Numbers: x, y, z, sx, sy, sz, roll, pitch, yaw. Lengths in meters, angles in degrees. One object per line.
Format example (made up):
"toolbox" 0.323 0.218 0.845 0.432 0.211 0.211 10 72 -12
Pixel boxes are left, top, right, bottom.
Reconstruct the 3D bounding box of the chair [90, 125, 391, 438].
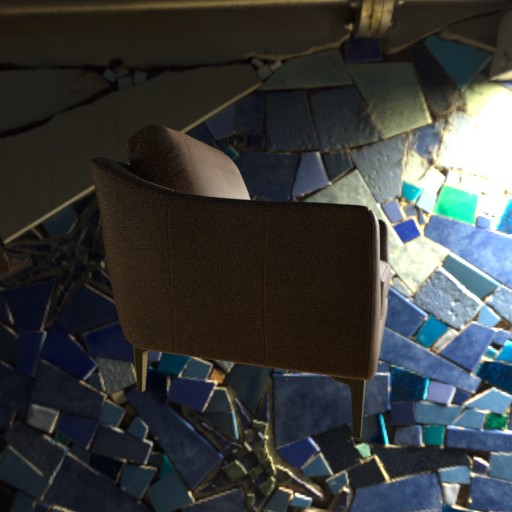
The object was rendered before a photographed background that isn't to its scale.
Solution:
"chair" 0.000 0.000 1.674 0.963 0.895 0.988 1 3 18
